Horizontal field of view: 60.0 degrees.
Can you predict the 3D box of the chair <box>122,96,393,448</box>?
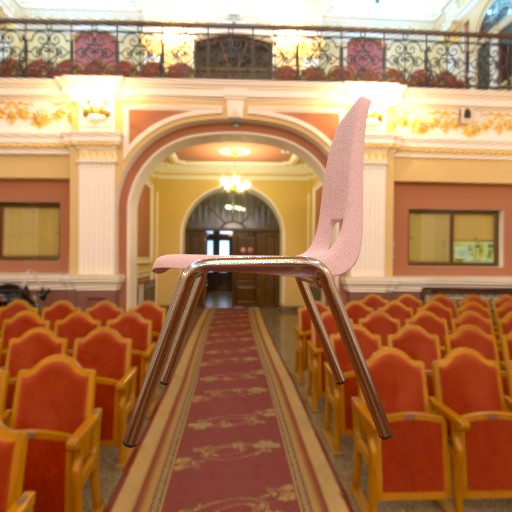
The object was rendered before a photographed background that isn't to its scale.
[{"bbox_3d":[0.000,0.000,0.855,0.423,0.586,0.354,0,0,-3],"label":"chair"}]
